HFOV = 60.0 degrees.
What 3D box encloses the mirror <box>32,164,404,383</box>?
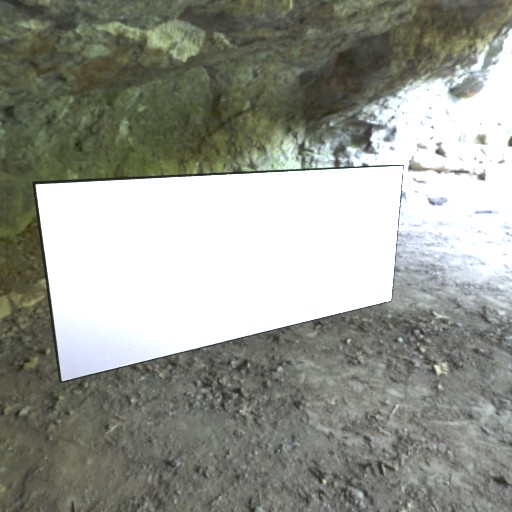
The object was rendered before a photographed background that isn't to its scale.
[{"bbox_3d":[0.000,0.000,1.837,1.584,0.692,0.047,-9,18,-28],"label":"mirror"}]
